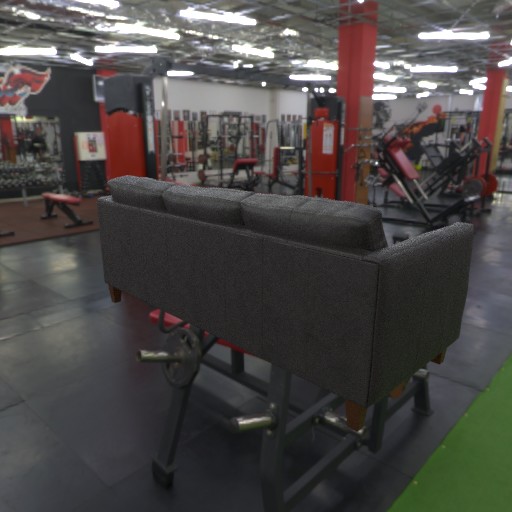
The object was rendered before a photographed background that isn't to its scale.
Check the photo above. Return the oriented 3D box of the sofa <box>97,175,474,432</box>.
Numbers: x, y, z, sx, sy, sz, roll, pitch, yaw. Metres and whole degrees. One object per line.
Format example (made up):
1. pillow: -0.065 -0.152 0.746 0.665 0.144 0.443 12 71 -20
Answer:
1. sofa: 0.000 0.000 2.982 1.045 1.006 2.464 -15 21 -43
